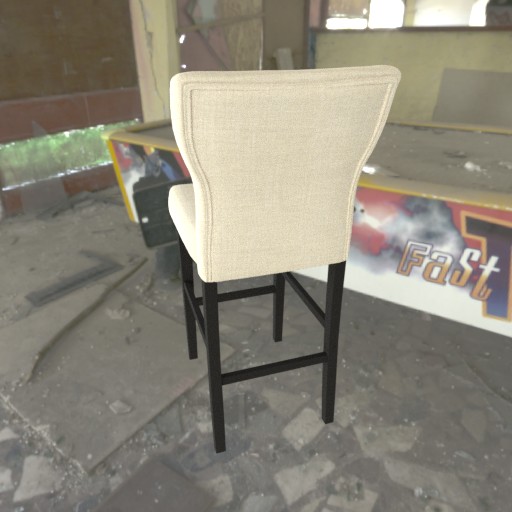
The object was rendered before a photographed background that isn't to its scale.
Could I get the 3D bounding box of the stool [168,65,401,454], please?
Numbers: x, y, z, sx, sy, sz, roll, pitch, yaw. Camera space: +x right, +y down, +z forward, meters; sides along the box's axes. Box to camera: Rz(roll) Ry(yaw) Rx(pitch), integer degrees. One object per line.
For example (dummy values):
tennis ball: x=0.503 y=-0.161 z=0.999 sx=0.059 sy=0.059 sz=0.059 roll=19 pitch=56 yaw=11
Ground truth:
stool: x=0.000 y=0.000 z=1.395 sx=0.516 sy=1.124 sz=0.603 roll=-8 pitch=27 yaw=-16
